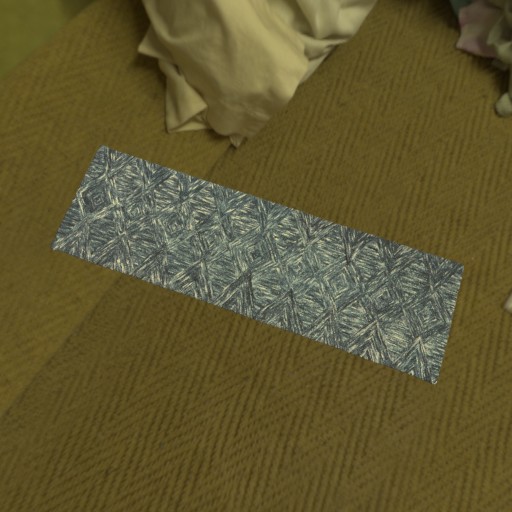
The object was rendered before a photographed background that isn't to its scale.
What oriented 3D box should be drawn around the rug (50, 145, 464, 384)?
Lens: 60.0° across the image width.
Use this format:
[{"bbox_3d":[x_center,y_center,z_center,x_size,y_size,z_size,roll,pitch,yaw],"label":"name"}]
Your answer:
[{"bbox_3d":[0.000,0.000,2.566,2.306,0.013,0.719,19,75,5],"label":"rug"}]
